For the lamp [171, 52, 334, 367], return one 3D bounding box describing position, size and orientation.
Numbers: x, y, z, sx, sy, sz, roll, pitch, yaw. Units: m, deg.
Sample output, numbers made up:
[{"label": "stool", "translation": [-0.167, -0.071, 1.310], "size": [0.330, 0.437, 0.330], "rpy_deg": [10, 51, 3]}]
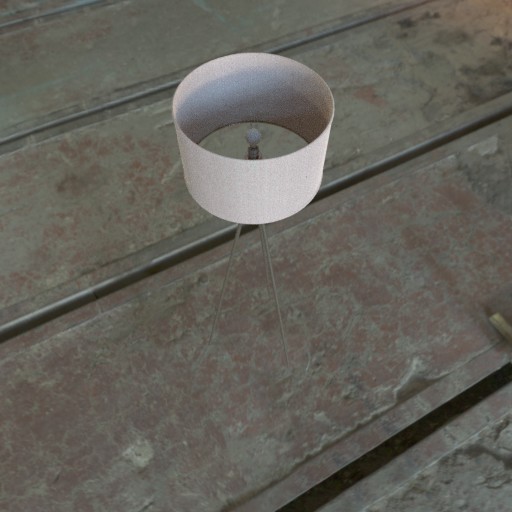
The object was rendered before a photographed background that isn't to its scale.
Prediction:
[{"label": "lamp", "translation": [0.000, 0.000, 1.779], "size": [0.449, 1.545, 0.460], "rpy_deg": [14, 59, 8]}]
